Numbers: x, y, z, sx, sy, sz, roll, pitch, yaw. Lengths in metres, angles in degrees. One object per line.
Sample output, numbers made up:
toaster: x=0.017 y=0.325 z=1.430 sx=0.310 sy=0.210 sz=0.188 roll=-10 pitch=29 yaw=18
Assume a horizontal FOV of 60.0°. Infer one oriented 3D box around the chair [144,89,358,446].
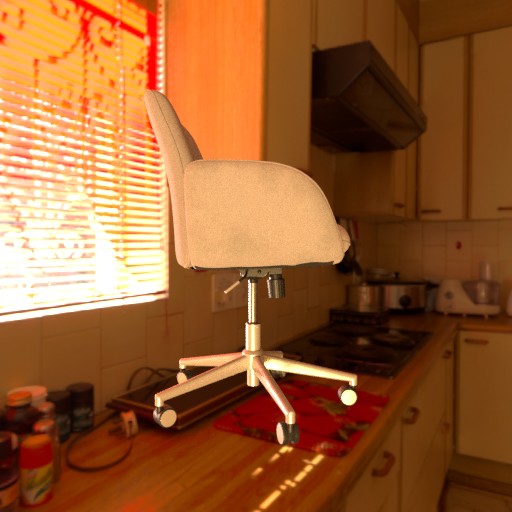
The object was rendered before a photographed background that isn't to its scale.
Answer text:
chair: x=0.000 y=0.000 z=1.429 sx=0.654 sy=0.959 sz=0.648 roll=0 pitch=1 yaw=1
